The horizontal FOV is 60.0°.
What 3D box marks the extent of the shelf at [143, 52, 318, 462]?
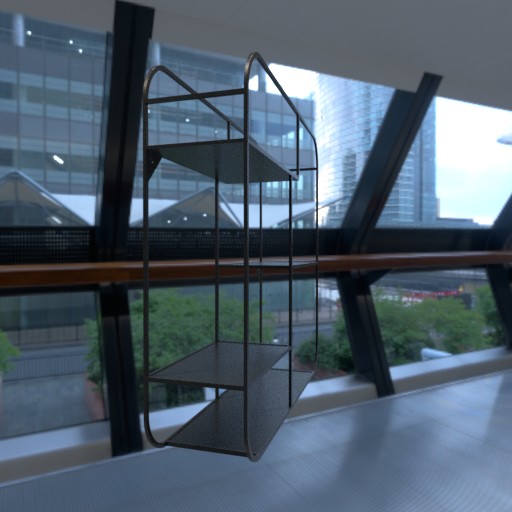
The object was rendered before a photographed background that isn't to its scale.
[{"bbox_3d":[0.000,0.000,0.909,0.160,0.600,0.600,0,1,17],"label":"shelf"}]
